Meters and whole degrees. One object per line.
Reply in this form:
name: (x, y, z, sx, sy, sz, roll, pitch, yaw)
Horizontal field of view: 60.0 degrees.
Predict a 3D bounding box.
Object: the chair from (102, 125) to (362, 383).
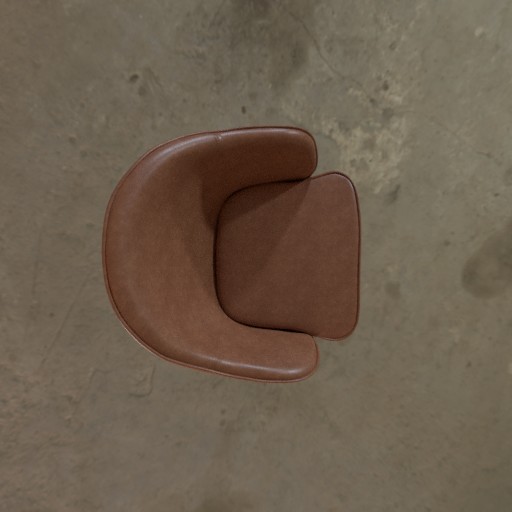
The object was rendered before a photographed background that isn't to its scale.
chair: (0.000, 0.000, 1.220, 0.580, 0.785, 0.582, 0, 88, 0)
